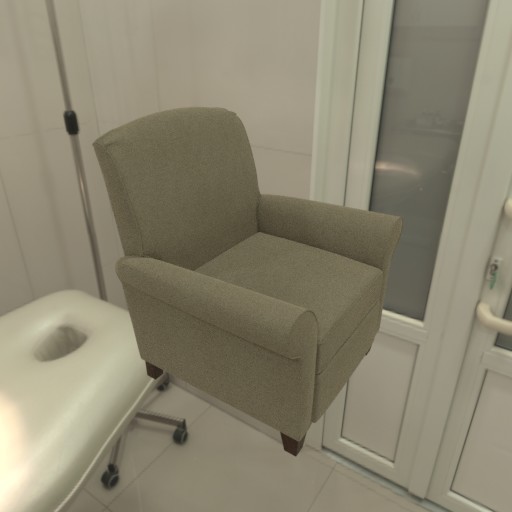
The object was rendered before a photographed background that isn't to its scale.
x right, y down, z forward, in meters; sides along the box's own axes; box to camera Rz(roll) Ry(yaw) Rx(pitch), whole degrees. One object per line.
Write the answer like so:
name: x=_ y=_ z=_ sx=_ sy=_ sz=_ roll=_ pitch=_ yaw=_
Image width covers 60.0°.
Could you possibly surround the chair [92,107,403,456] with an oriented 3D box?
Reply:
chair: x=0.000 y=0.000 z=1.787 sx=0.905 sy=1.061 sz=0.978 roll=17 pitch=32 yaw=30
